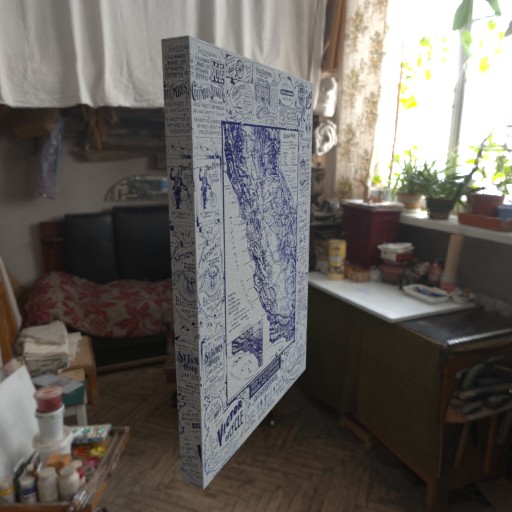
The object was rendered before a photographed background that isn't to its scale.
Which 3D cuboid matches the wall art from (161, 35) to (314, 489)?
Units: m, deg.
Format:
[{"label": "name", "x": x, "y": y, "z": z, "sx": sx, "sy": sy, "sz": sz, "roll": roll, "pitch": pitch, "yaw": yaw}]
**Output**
[{"label": "wall art", "x": 0.000, "y": 0.000, "z": 0.471, "sx": 0.025, "sy": 0.376, "sz": 0.255, "roll": 7, "pitch": 15, "yaw": 26}]
